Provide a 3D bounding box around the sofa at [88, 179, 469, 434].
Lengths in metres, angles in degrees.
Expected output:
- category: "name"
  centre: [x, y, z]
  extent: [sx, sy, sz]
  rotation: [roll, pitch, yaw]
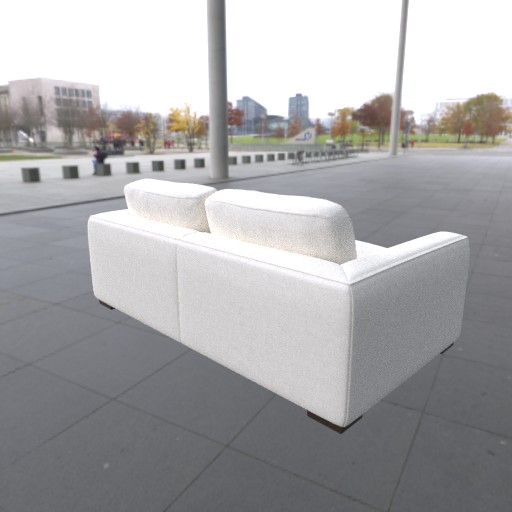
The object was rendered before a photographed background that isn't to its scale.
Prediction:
- category: "sofa"
  centre: [0.000, 0.000, 2.454]
  extent: [1.920, 0.801, 1.069]
  rotation: [14, 20, 43]
